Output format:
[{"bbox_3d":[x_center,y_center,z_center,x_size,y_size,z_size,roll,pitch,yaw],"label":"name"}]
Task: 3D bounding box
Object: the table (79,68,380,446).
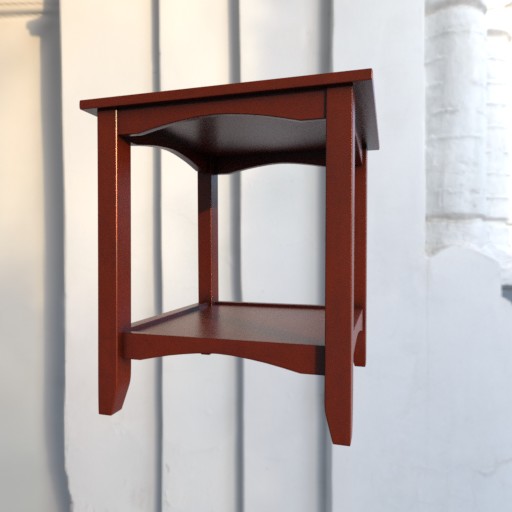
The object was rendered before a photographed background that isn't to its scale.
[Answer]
[{"bbox_3d":[0.000,0.000,0.957,0.522,0.558,0.523,1,2,19],"label":"table"}]
